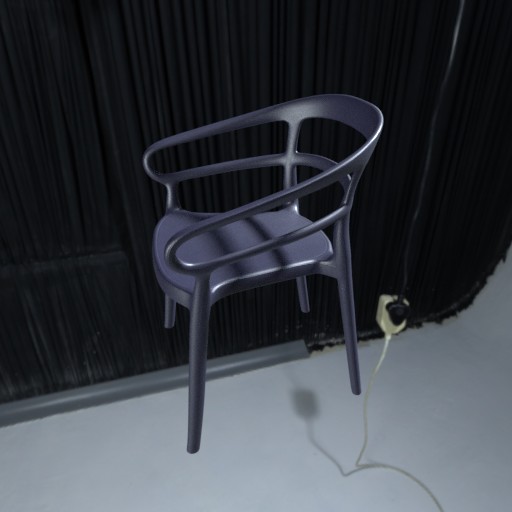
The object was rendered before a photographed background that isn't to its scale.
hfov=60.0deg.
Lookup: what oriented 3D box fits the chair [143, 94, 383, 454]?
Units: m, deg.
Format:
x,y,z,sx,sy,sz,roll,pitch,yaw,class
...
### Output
x,y,z,sx,sy,sz,roll,pitch,yaw,class
0.000,0.000,1.166,0.527,0.761,0.559,-9,32,-14,chair
